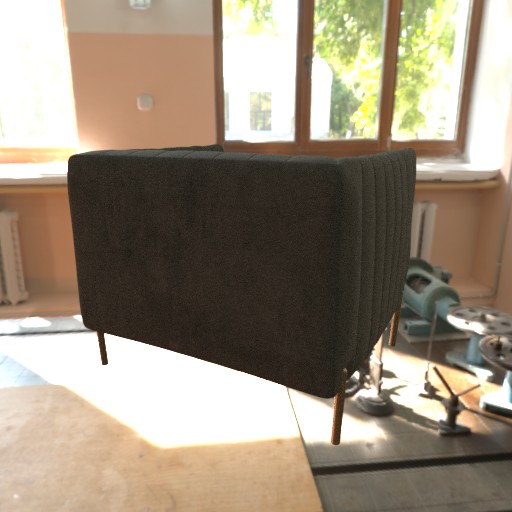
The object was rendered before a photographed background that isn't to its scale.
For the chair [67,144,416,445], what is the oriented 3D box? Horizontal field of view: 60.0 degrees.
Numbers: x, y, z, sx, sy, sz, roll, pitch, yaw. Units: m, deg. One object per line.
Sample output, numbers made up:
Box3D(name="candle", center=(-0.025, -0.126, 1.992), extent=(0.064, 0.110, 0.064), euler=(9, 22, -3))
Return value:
Box3D(name="chair", center=(0.000, 0.000, 1.626), extent=(0.981, 0.779, 0.873), euler=(9, 18, 27))
